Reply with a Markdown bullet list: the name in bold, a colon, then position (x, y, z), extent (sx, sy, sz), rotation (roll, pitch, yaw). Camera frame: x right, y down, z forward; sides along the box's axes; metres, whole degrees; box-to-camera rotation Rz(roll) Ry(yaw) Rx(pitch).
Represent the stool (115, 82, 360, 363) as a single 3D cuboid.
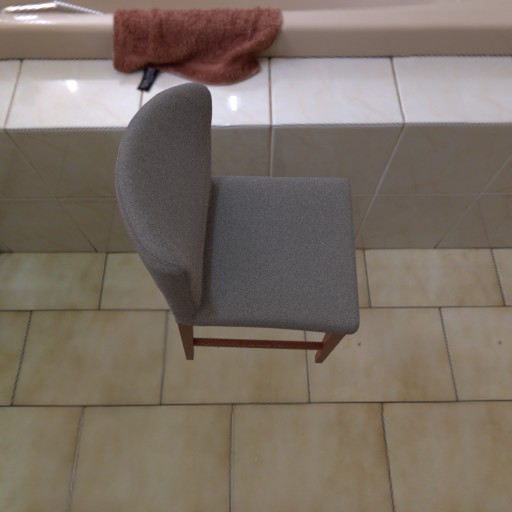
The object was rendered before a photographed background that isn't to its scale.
- **stool**: position (0.000, 0.000, 1.327), extent (0.568, 0.968, 0.481), rotation (2, 65, 1)
